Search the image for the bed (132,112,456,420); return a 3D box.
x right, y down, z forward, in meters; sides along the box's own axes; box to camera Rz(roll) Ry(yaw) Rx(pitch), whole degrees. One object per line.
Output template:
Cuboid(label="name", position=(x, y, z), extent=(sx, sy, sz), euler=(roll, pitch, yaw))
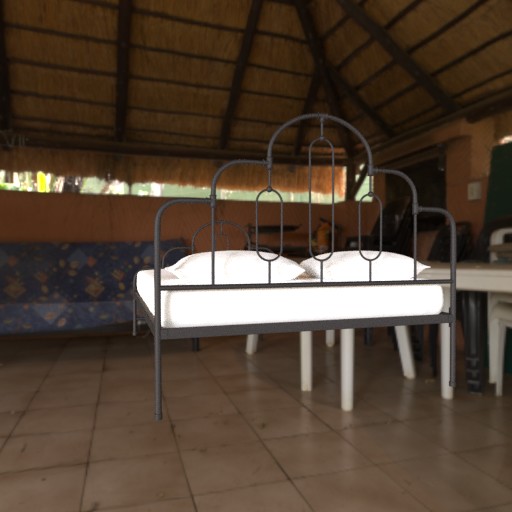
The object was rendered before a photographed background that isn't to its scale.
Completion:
Cuboid(label="bed", position=(0.000, 0.000, 3.209), extent=(1.640, 1.429, 2.163), euler=(0, 0, -18))
